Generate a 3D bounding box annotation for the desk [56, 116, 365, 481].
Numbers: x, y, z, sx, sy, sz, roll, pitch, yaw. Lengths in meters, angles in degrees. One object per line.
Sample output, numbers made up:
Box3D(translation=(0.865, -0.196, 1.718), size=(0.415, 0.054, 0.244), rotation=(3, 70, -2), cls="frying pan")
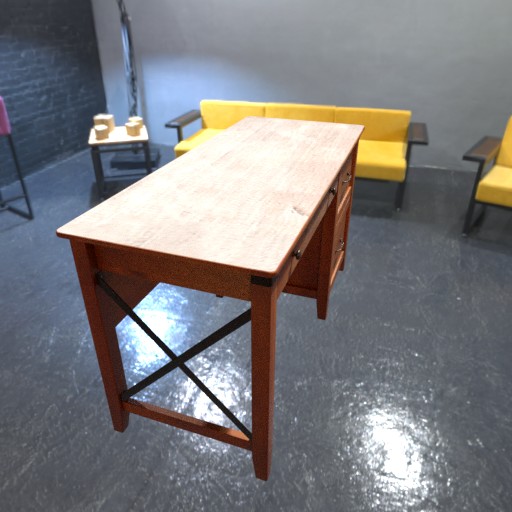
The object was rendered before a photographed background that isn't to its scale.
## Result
Box3D(translation=(0.000, 0.000, 1.742), size=(0.574, 0.756, 1.353), rotation=(10, 31, 17), cls="desk")
